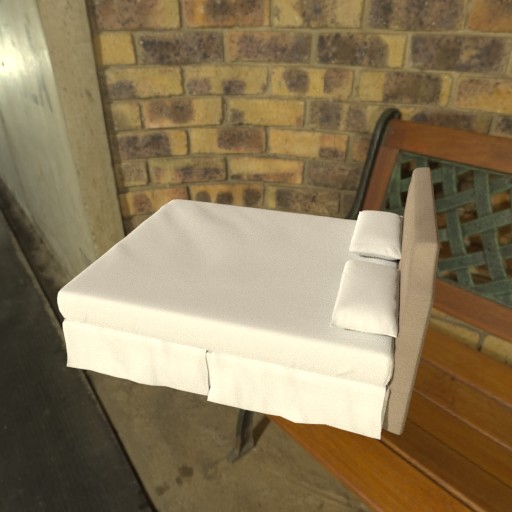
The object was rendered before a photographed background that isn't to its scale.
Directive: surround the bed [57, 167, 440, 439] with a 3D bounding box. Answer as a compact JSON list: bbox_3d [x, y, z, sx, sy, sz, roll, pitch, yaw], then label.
[{"bbox_3d":[0.000,0.000,3.570,2.498,1.293,1.977,9,30,15],"label":"bed"}]
